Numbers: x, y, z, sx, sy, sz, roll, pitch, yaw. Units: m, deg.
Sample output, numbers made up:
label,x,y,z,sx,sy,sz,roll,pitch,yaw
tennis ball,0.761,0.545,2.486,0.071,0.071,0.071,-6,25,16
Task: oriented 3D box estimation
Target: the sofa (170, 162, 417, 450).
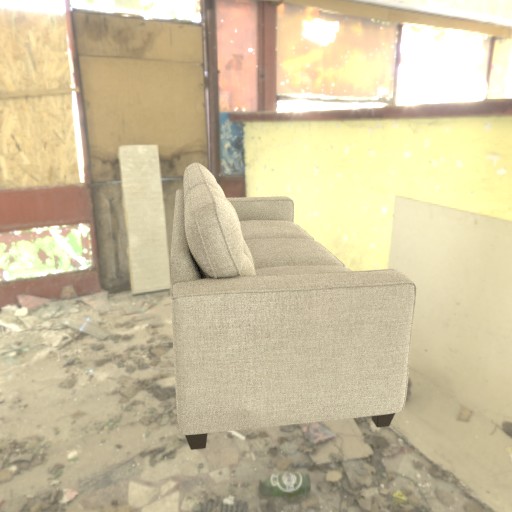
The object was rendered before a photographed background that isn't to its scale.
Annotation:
label,x,y,z,sx,sy,sz,roll,pitch,yaw
sofa,0.000,0.000,2.634,0.939,0.965,2.133,-3,17,-9
